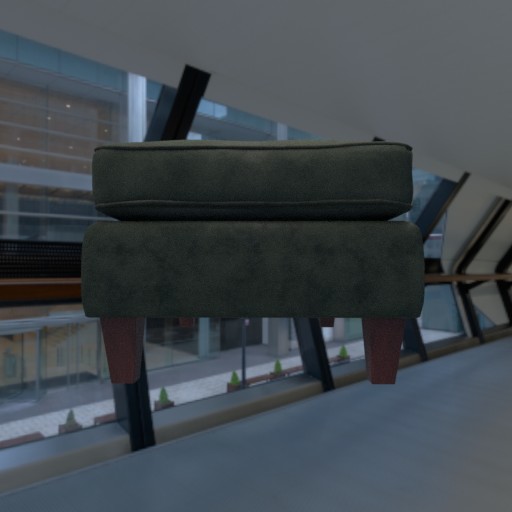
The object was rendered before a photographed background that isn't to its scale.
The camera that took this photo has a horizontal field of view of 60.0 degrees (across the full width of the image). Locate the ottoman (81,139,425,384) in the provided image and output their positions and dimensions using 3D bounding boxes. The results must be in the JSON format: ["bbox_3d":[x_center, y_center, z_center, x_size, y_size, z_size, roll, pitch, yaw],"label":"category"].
[{"bbox_3d":[0.000,0.000,1.228,0.632,0.495,0.864,0,-1,1],"label":"ottoman"}]
